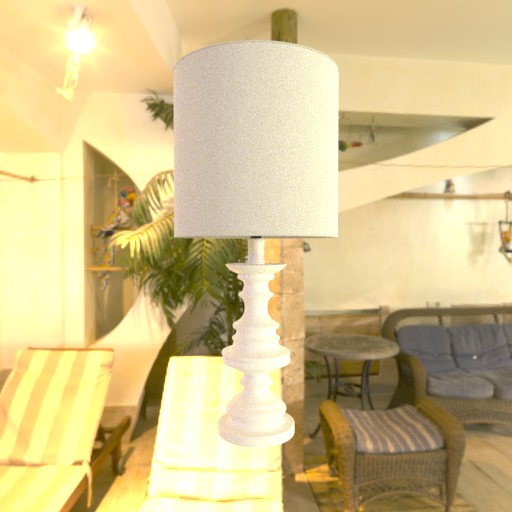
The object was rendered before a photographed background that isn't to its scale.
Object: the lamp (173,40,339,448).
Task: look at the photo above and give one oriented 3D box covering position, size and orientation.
[{"bbox_3d":[0.000,0.000,0.572,0.208,0.455,0.208,0,1,1],"label":"lamp"}]
